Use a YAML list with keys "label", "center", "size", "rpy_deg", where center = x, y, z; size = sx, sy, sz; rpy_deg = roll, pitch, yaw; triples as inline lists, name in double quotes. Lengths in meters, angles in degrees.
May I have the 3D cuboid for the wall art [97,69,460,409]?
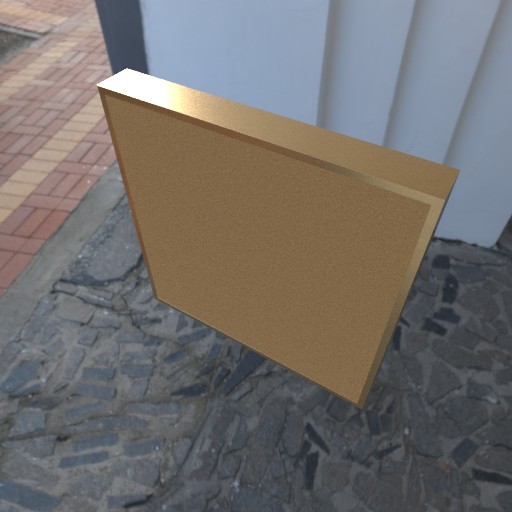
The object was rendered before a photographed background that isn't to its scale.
- label: "wall art"
  center: [0.000, 0.000, 0.457]
  size: [0.304, 0.304, 0.038]
  rpy_deg: [24, 51, 21]
